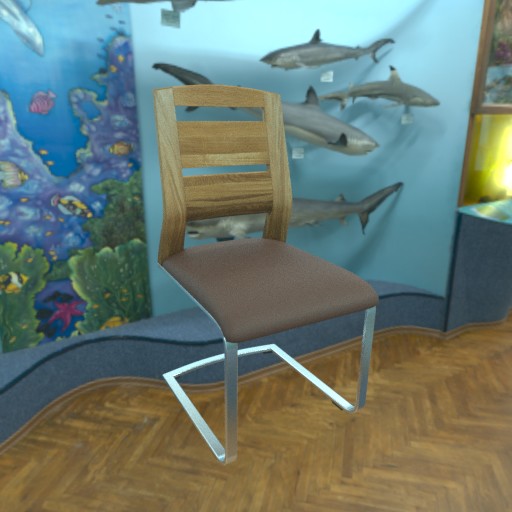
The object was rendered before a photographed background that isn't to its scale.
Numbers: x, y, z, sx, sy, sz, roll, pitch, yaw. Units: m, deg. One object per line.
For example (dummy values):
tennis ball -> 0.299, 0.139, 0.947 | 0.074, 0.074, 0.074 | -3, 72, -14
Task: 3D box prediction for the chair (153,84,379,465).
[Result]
chair -> 0.000, 0.000, 1.297 | 0.460, 0.970, 0.570 | -9, 19, -28
